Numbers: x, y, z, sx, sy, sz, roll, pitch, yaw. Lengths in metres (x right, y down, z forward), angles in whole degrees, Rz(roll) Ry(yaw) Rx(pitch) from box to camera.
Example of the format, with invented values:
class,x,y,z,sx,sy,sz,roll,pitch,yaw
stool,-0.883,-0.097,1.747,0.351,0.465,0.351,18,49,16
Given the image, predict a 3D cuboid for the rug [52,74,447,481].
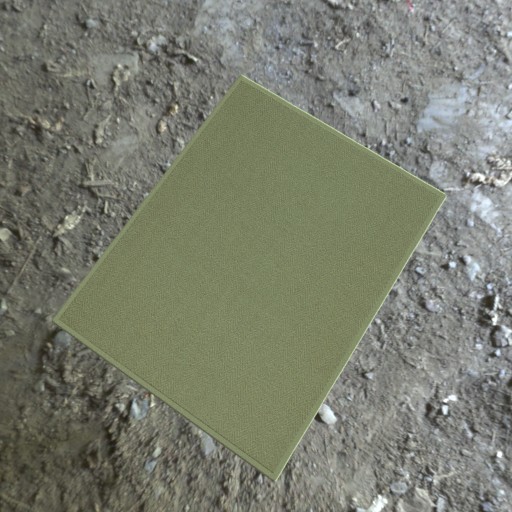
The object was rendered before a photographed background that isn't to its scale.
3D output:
class,x,y,z,sx,sy,sz,roll,pitch,yaw
rug,0.000,0.000,4.130,2.407,0.020,3.051,33,79,7
